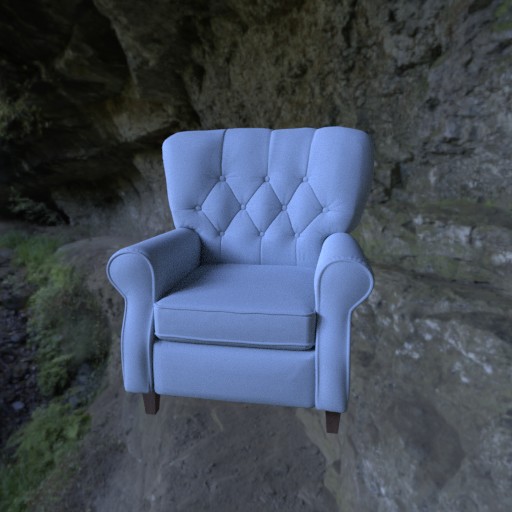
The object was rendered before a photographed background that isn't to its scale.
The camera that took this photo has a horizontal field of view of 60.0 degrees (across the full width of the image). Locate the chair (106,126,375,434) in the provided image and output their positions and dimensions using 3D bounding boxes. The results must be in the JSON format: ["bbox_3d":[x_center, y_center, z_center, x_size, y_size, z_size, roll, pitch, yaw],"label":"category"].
[{"bbox_3d":[0.000,0.000,2.106,1.090,1.217,1.128,2,13,10],"label":"chair"}]
